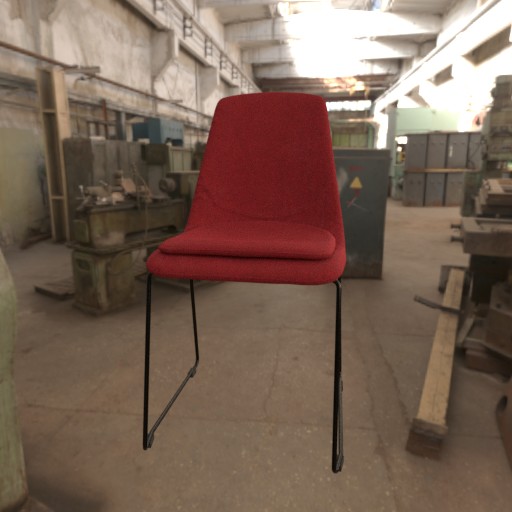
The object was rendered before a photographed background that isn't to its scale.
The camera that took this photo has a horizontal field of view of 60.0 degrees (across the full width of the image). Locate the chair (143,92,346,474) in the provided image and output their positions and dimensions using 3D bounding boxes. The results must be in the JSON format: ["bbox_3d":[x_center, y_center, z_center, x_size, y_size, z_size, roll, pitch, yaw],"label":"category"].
[{"bbox_3d":[0.000,0.000,1.140,0.479,0.858,0.518,2,13,10],"label":"chair"}]
